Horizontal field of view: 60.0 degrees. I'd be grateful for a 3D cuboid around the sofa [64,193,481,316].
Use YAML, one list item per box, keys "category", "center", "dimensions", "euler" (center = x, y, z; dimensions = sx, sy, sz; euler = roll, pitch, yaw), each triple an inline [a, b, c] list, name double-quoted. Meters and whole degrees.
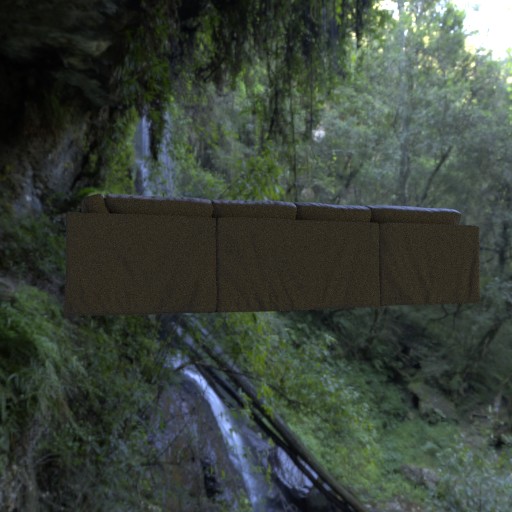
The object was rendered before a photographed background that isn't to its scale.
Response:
- category: "sofa"
  center: [0.000, 0.000, 4.593]
  dimensions: [3.528, 0.878, 2.476]
  euler: [0, -1, -19]
